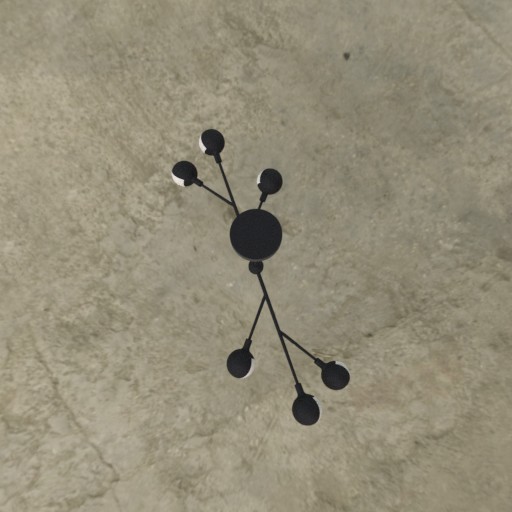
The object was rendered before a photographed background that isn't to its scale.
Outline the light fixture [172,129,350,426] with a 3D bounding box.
[{"bbox_3d":[0.000,0.000,1.022,0.434,0.362,0.778,-3,76,-1],"label":"light fixture"}]
